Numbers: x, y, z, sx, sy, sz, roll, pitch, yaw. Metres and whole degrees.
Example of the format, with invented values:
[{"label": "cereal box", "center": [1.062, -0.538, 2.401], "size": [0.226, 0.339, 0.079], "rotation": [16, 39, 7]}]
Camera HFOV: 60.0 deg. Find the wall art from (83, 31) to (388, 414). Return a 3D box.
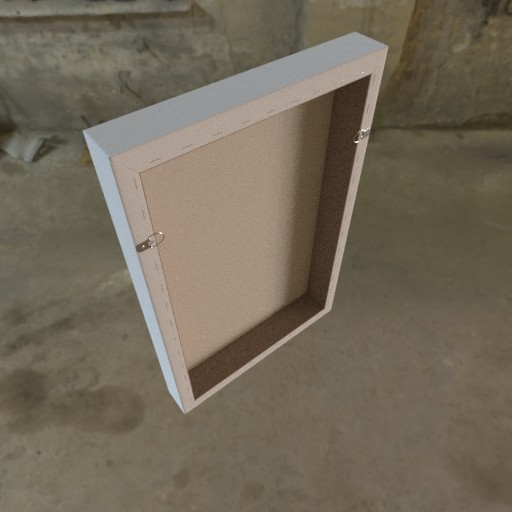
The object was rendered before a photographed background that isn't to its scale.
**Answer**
[{"label": "wall art", "center": [0.000, 0.000, 0.468], "size": [0.252, 0.381, 0.039], "rotation": [-30, 55, -24]}]
